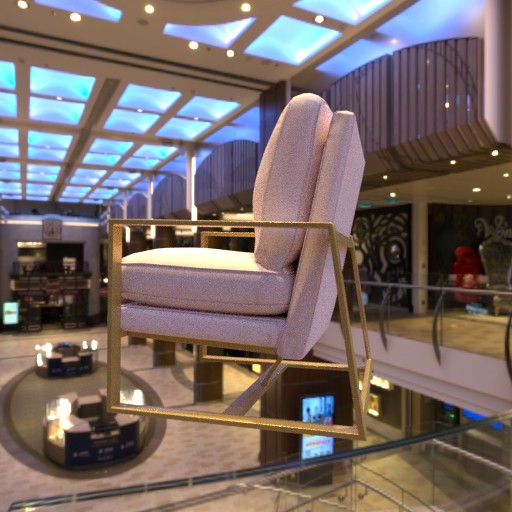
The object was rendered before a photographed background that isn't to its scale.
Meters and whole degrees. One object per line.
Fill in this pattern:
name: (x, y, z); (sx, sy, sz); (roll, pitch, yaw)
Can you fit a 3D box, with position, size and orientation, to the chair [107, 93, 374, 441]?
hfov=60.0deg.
chair: (0.000, 0.000, 1.615); (0.813, 0.956, 0.758); (0, 0, 16)
